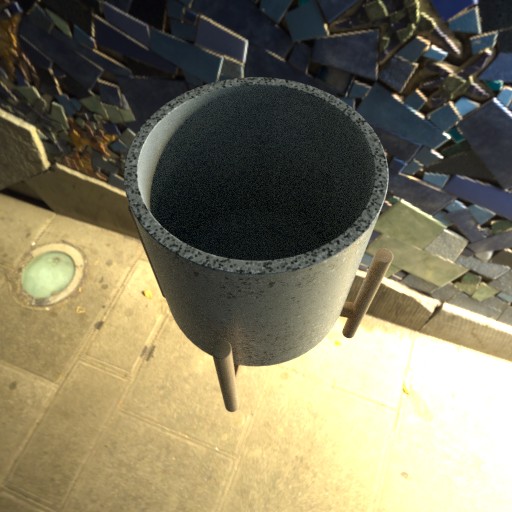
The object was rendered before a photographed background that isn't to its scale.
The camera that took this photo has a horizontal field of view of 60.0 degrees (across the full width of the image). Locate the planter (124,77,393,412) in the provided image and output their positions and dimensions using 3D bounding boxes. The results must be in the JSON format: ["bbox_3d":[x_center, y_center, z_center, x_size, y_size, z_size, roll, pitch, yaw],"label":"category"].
[{"bbox_3d":[0.000,0.000,0.691,0.360,0.419,0.360,32,63,18],"label":"planter"}]
